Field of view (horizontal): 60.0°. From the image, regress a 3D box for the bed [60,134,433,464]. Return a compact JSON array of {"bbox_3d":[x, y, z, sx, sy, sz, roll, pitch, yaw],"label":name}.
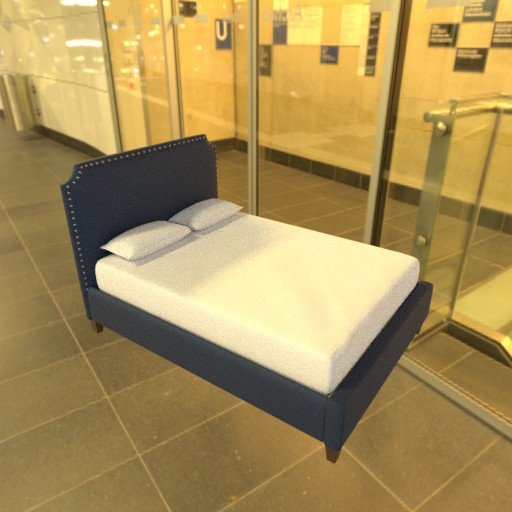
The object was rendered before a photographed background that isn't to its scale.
[{"bbox_3d":[0.000,0.000,3.498,2.372,1.443,1.712,17,31,31],"label":"bed"}]
